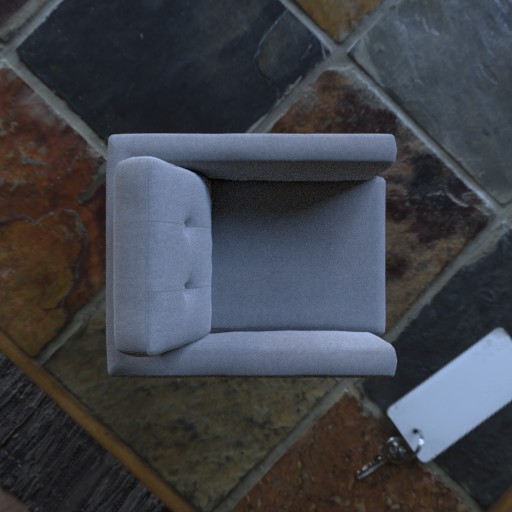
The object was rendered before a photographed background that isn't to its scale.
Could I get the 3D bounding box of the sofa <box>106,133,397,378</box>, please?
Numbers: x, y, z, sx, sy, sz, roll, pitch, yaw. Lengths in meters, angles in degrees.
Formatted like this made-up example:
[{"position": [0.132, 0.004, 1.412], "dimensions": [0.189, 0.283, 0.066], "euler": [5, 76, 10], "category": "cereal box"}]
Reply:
[{"position": [0.000, 0.000, 1.571], "dimensions": [0.920, 0.860, 0.770], "euler": [0, 90, 0], "category": "sofa"}]
